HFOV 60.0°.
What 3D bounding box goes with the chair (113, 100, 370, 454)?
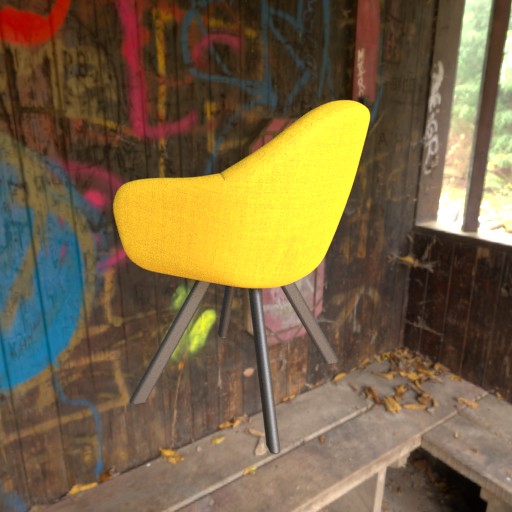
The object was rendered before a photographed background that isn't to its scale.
[{"bbox_3d":[0.000,0.000,1.214,0.550,0.795,0.590,8,19,26],"label":"chair"}]
